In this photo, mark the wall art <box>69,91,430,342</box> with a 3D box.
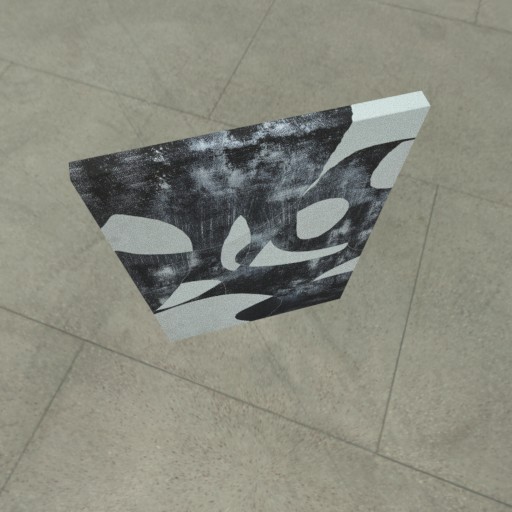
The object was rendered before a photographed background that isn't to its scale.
[{"bbox_3d":[0.000,0.000,1.143,0.610,0.915,0.041,-13,64,-7],"label":"wall art"}]
